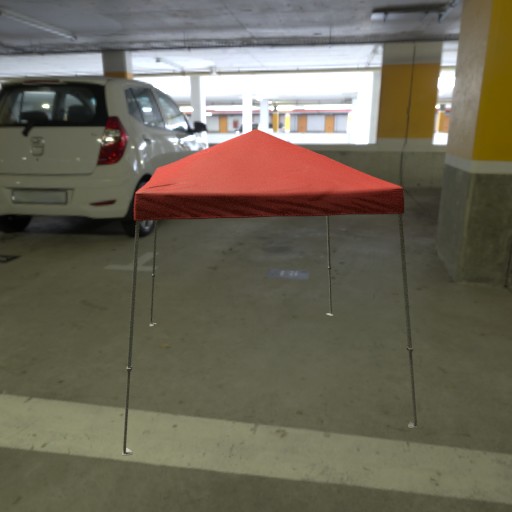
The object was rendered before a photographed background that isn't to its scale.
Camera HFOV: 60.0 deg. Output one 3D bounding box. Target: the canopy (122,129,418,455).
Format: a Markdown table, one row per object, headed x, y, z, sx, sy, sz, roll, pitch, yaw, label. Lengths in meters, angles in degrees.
| x | y | z | sx | sy | sz | roll | pitch | yaw | label |
| --- | --- | --- | --- | --- | --- | --- | --- | --- | --- |
| 0.000 | 0.000 | 5.175 | 2.849 | 2.849 | 2.848 | -2 | 16 | -8 | canopy |
